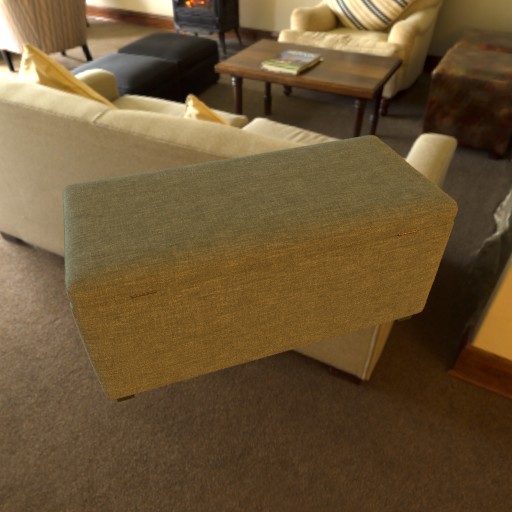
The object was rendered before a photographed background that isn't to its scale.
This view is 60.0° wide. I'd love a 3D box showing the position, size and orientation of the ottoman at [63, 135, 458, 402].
[{"bbox_3d":[0.000,0.000,1.187,0.902,0.432,0.419,-13,42,-14],"label":"ottoman"}]
